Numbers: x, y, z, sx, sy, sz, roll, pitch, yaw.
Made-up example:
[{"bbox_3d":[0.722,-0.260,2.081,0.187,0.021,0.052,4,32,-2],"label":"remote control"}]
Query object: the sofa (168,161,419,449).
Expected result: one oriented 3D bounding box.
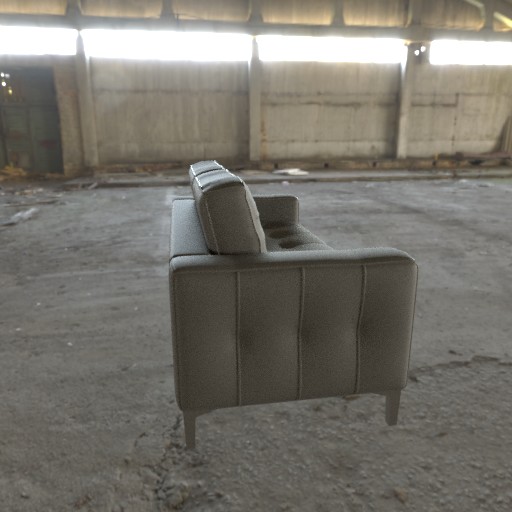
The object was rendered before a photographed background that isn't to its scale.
[{"bbox_3d":[0.000,0.000,2.242,0.833,0.893,1.726,-3,16,-10],"label":"sofa"}]
